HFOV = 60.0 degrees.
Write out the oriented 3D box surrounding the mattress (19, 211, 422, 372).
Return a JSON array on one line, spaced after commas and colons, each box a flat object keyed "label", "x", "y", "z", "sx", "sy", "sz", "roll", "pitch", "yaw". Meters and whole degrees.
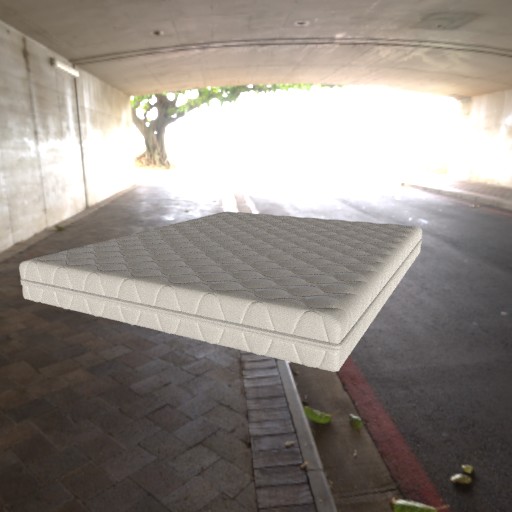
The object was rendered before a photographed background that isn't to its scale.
[{"label": "mattress", "x": 0.000, "y": 0.000, "z": 2.600, "sx": 1.600, "sy": 0.200, "sz": 1.900, "roll": 7, "pitch": 16, "yaw": 27}]
